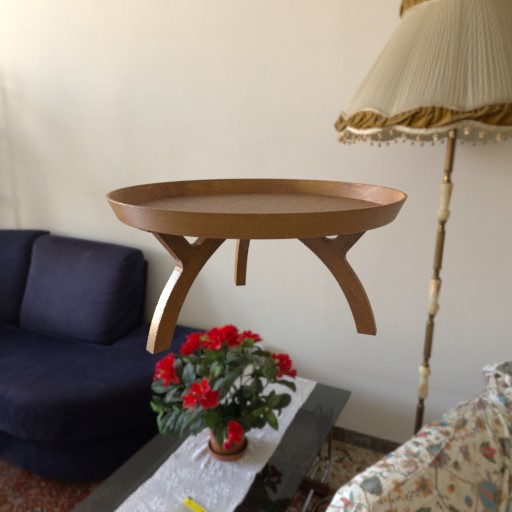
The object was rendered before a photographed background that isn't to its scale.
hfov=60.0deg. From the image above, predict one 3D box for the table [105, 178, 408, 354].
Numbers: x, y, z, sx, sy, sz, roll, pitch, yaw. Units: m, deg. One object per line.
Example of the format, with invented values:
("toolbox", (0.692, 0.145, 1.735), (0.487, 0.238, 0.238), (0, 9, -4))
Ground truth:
("table", (0.000, 0.000, 1.594), (1.016, 0.470, 1.016), (0, 15, 0))
